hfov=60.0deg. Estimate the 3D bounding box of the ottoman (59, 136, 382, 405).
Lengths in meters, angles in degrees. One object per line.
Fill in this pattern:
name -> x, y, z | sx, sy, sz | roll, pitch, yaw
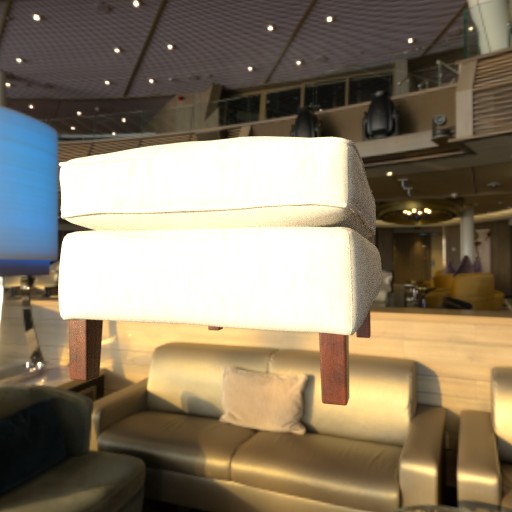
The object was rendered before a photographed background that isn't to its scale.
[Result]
ottoman -> 0.000, 0.000, 0.934 | 0.501, 0.406, 0.665 | 0, -1, 18
